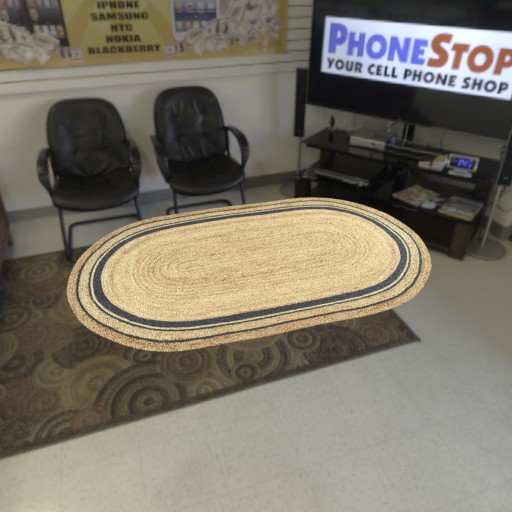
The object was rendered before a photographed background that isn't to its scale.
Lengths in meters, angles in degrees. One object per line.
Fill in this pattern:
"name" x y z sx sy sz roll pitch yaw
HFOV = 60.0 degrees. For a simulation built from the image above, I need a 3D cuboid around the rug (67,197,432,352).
"rug" 0.000 0.000 3.024 2.432 0.006 1.520 -9 35 -13
